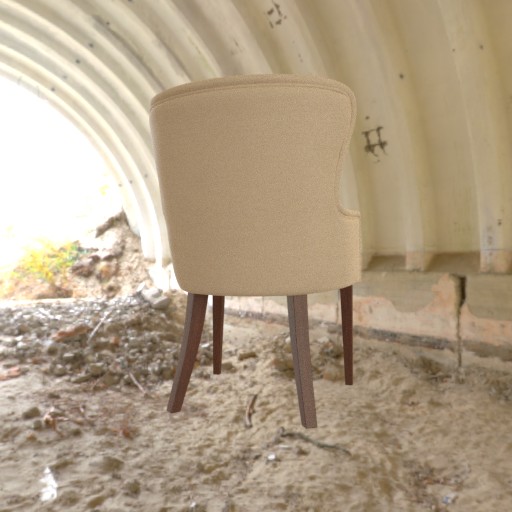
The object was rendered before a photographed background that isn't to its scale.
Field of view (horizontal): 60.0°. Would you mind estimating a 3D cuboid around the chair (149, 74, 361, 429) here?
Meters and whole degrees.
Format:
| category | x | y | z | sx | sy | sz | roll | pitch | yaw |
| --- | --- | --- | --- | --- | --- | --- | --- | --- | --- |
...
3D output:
| category | x | y | z | sx | sy | sz | roll | pitch | yaw |
| --- | --- | --- | --- | --- | --- | --- | --- | --- | --- |
| chair | 0.000 | 0.000 | 1.520 | 0.696 | 0.990 | 0.744 | 0 | -2 | 18 |
